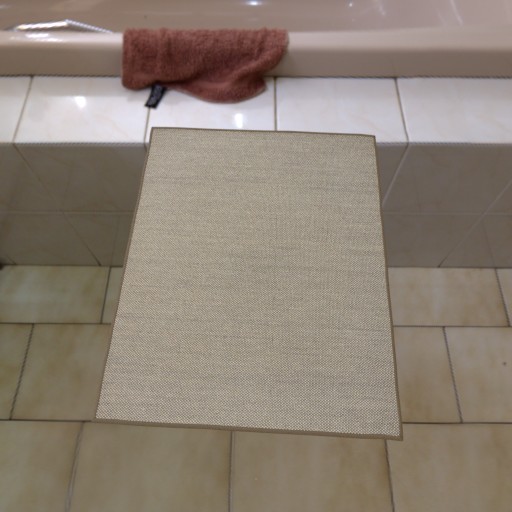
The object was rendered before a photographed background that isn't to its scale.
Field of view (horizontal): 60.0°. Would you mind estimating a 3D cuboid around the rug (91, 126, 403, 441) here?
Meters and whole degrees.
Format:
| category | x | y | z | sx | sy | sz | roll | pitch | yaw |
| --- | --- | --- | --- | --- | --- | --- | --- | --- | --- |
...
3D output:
| category | x | y | z | sx | sy | sz | roll | pitch | yaw |
| --- | --- | --- | --- | --- | --- | --- | --- | --- | --- |
| rug | 0.000 | 0.000 | 4.083 | 2.413 | 0.020 | 3.041 | 3 | 63 | 1 |
